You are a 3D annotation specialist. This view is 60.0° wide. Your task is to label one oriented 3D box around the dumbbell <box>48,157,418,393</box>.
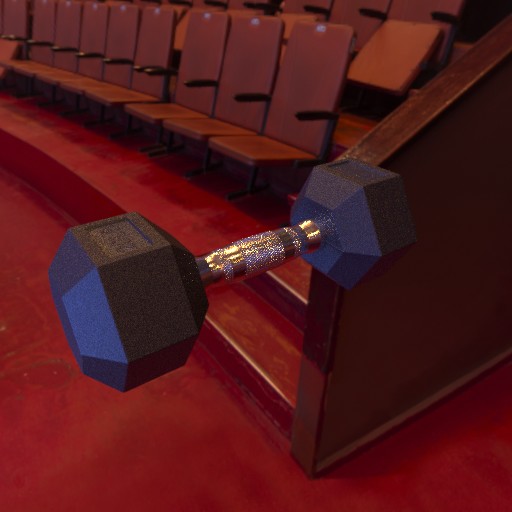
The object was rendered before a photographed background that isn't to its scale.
[{"bbox_3d":[0.000,0.000,0.326,0.272,0.092,0.106,-19,36,-29],"label":"dumbbell"}]
